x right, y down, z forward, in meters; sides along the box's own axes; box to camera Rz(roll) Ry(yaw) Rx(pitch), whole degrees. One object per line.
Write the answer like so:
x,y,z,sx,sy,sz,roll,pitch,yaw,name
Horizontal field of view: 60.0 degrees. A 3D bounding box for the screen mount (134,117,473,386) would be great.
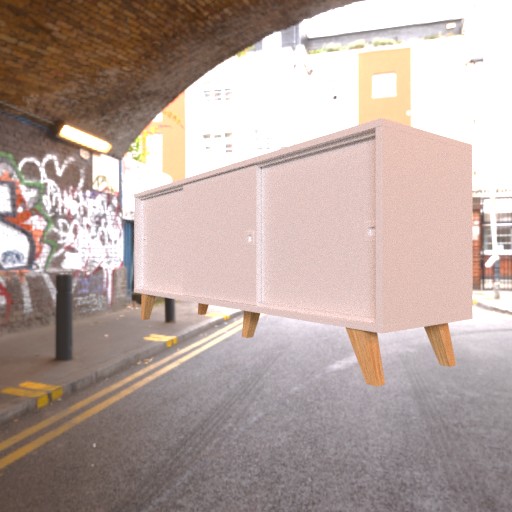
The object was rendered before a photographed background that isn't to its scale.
0.000,0.000,1.716,0.400,0.619,1.490,0,0,-37,screen mount
